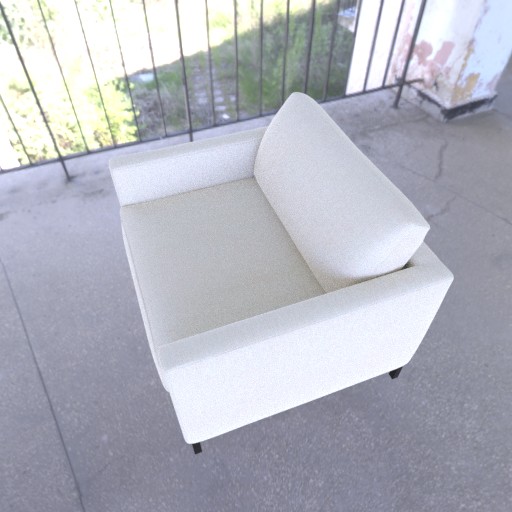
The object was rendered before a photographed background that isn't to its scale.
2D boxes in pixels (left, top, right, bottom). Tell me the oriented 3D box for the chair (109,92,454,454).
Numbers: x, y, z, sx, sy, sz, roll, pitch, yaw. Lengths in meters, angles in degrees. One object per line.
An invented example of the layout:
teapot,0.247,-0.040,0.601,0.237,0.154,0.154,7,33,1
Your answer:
chair,0.000,0.000,1.607,0.875,0.806,0.964,-16,49,-14
